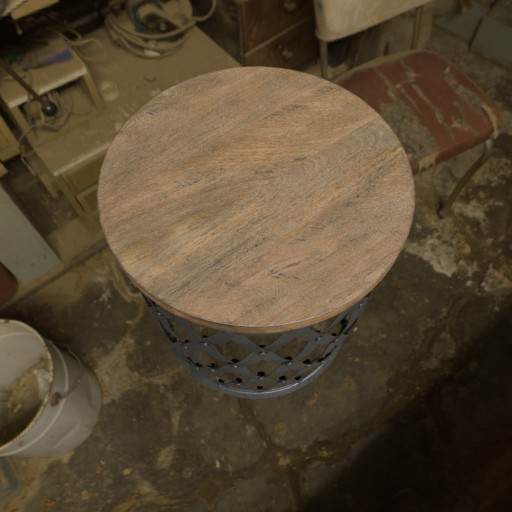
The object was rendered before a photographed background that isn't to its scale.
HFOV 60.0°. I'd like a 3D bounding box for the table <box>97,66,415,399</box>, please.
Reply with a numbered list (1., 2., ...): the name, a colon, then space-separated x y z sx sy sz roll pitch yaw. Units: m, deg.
1. table: 0.000 0.000 0.770 0.405 0.454 0.405 0 63 0
